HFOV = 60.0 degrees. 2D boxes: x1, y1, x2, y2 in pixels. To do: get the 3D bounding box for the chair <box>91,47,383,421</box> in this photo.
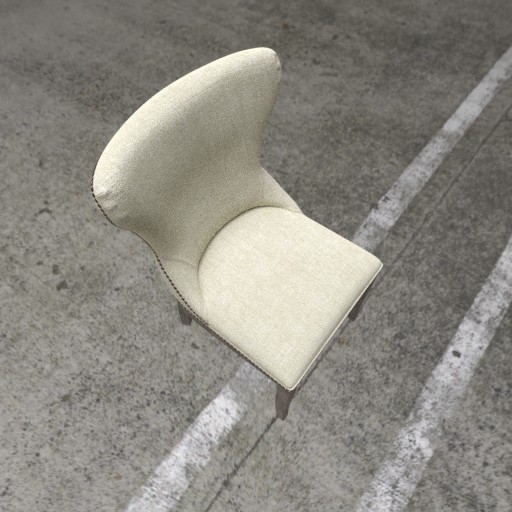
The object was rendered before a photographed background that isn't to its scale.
[{"bbox_3d":[0.000,0.000,1.437,0.681,1.002,0.654,34,65,18],"label":"chair"}]
